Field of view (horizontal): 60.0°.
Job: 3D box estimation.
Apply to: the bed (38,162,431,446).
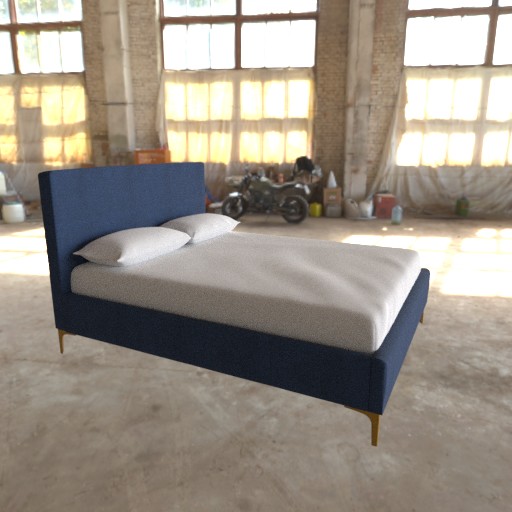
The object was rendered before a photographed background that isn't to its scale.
[{"bbox_3d":[0.000,0.000,3.127,2.172,1.231,1.723,7,16,26],"label":"bed"}]
